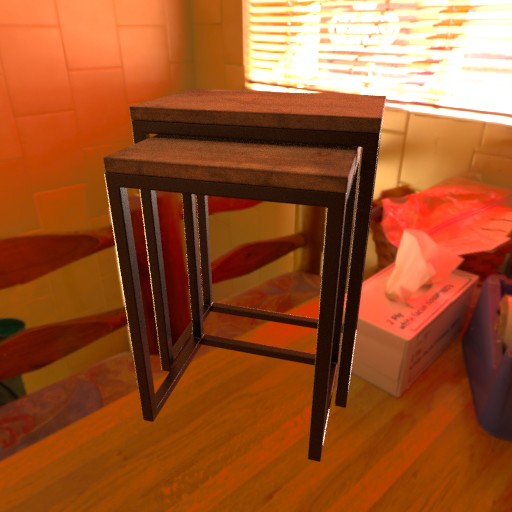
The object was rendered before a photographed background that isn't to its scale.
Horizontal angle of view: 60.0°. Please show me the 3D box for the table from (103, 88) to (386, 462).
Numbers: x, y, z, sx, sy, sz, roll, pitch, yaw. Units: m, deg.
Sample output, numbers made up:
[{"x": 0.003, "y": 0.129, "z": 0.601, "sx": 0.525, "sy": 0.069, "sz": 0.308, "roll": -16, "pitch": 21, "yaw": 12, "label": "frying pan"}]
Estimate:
[{"x": 0.000, "y": 0.000, "z": 0.947, "sx": 0.456, "sy": 0.615, "sz": 0.460, "roll": 8, "pitch": 28, "yaw": 16, "label": "table"}]
